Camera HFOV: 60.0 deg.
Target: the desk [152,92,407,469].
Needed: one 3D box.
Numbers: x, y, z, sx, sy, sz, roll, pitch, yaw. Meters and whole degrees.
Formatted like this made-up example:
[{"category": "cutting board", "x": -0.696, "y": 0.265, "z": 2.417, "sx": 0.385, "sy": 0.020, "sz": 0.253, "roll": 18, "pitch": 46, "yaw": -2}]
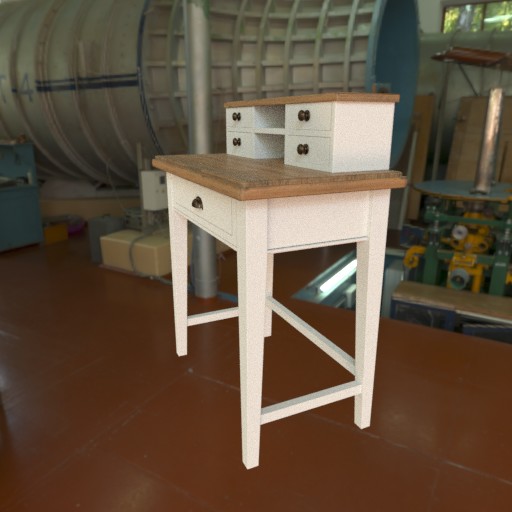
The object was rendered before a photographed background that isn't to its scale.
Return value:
[{"category": "desk", "x": 0.000, "y": 0.000, "z": 1.462, "sx": 0.462, "sy": 0.981, "sz": 0.814, "roll": -8, "pitch": 19, "yaw": -24}]
